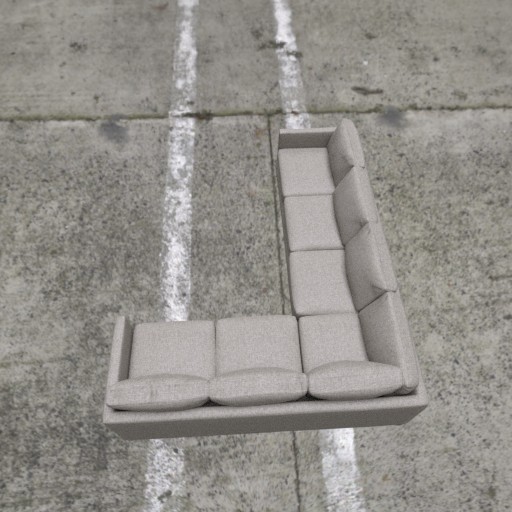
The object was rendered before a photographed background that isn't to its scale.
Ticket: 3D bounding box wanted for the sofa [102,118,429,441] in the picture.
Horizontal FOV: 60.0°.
[{"bbox_3d":[0.000,0.000,4.520,2.593,0.947,3.302,-3,56,-2],"label":"sofa"}]
